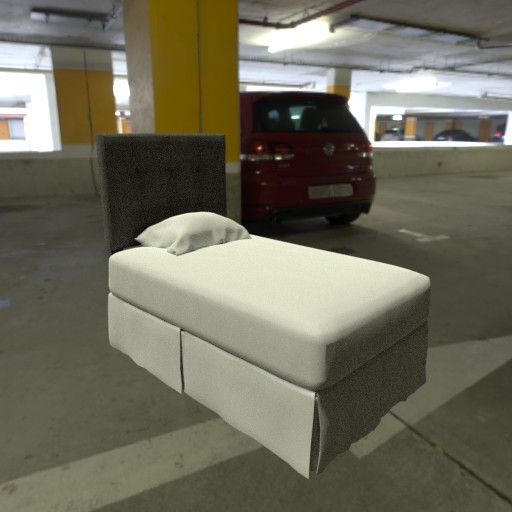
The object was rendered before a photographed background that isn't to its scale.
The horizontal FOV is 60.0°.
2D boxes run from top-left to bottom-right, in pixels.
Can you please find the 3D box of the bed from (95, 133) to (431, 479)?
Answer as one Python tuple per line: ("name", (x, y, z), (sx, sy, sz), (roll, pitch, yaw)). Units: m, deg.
("bed", (0.000, 0.000, 2.940), (1.997, 1.571, 1.261), (14, 21, 42))
